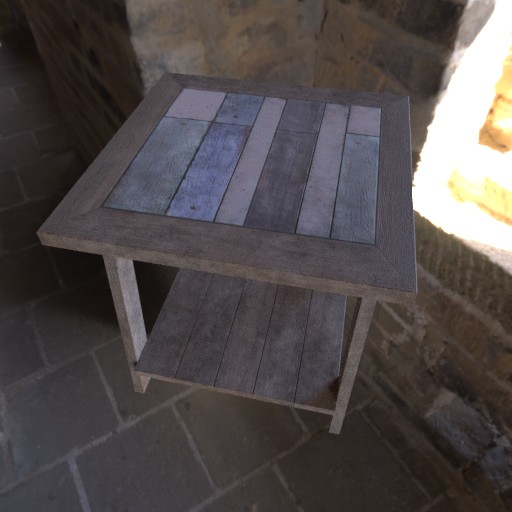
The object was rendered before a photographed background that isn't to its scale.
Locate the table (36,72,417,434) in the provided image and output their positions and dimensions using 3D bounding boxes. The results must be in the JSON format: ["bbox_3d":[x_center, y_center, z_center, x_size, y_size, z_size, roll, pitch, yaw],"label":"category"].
[{"bbox_3d":[0.000,0.000,1.111,0.610,0.610,0.610,9,47,8],"label":"table"}]
